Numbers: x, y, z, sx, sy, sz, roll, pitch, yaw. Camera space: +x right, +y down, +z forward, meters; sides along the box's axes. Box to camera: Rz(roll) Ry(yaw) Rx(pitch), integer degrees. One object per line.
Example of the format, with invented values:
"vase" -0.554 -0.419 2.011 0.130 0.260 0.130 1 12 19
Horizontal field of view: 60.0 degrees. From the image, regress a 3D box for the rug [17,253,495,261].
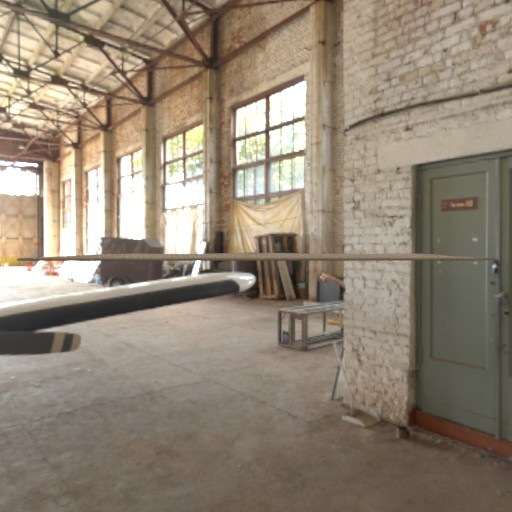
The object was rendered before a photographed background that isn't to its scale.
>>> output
"rug" 0.000 0.000 1.055 0.869 0.008 0.511 0 1 -1
